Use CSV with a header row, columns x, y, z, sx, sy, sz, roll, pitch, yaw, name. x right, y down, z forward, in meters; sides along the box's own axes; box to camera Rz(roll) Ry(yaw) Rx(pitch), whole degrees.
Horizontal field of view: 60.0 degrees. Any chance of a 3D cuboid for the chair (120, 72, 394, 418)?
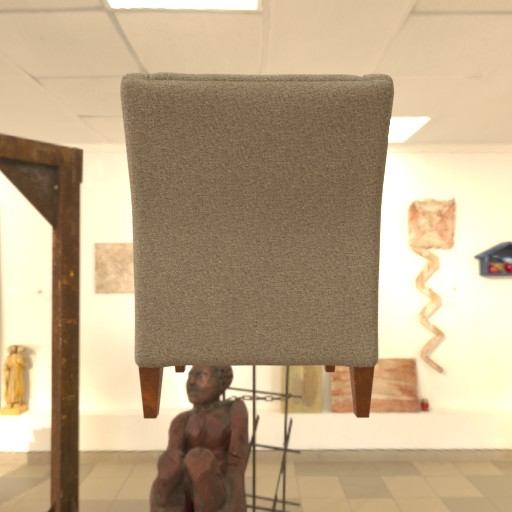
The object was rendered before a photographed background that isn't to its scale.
x,y,z,sx,sy,sz,roll,pitch,yaw,name
0.000,0.000,1.620,0.774,1.016,0.870,0,-1,-1,chair
